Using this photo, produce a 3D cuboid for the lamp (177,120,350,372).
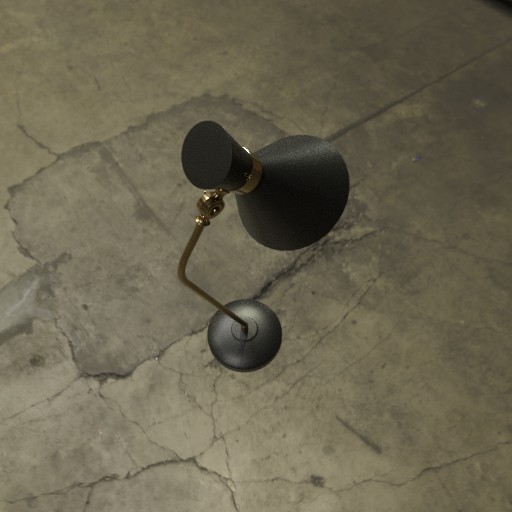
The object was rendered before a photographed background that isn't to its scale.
[{"bbox_3d":[0.000,0.000,0.781,0.292,0.647,0.189,-32,63,-19],"label":"lamp"}]
